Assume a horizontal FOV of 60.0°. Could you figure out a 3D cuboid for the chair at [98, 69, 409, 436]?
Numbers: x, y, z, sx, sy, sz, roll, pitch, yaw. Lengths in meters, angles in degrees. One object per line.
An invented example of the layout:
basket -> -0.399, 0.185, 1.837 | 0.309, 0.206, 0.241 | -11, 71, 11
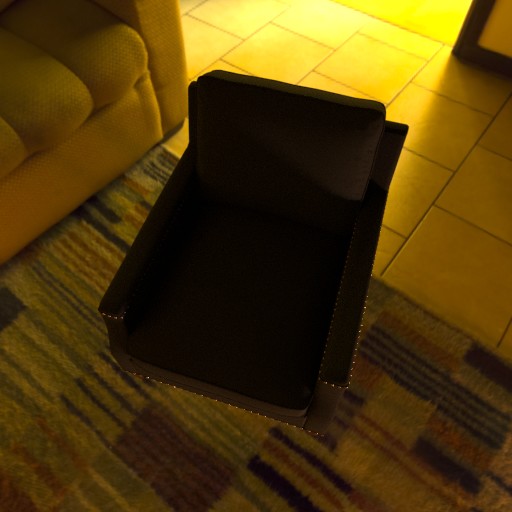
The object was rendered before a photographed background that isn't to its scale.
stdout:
chair -> 0.000, 0.000, 1.684 | 0.853, 0.943, 1.014 | 15, 59, 9
